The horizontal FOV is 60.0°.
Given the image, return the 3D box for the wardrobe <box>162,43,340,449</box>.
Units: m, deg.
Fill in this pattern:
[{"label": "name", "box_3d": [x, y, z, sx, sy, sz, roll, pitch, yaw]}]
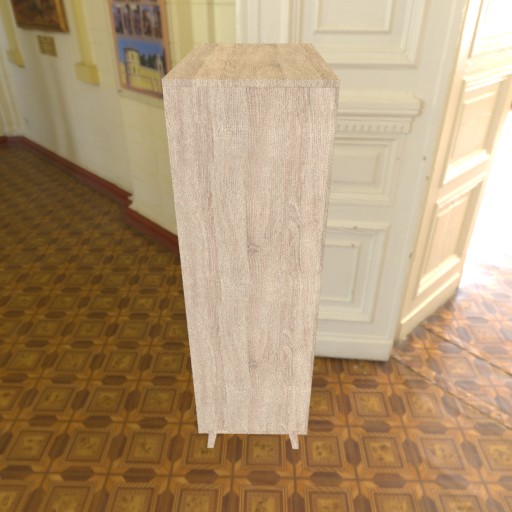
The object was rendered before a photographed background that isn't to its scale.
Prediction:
[{"label": "wardrobe", "box_3d": [0.000, 0.000, 2.375, 0.600, 1.960, 1.000, 0, 32, 1]}]
